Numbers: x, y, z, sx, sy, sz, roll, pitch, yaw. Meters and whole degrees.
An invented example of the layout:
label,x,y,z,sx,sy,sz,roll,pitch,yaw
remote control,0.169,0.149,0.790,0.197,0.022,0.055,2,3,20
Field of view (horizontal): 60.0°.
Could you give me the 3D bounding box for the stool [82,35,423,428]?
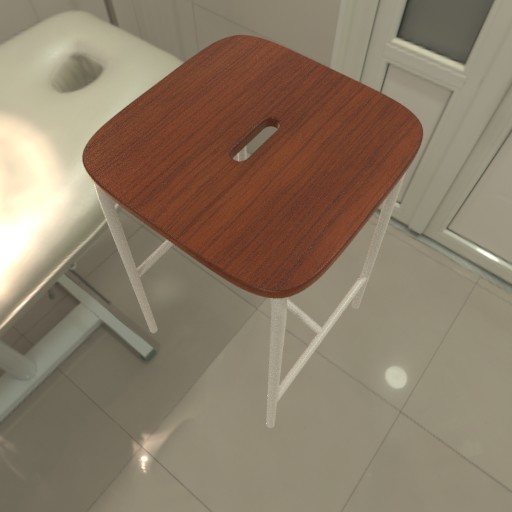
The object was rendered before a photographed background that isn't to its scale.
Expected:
label,x,y,z,sx,sy,sz,roll,pitch,yaw
stool,0.000,0.000,0.840,0.376,0.610,0.376,34,65,18
